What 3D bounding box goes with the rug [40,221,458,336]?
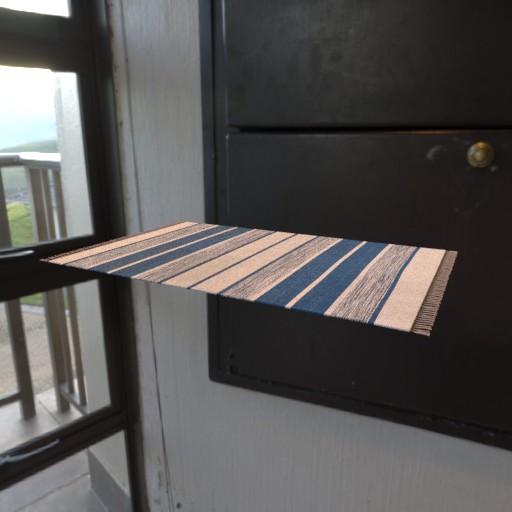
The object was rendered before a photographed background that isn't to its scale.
[{"bbox_3d":[0.000,0.000,3.047,2.441,0.010,1.532,8,17,27],"label":"rug"}]
